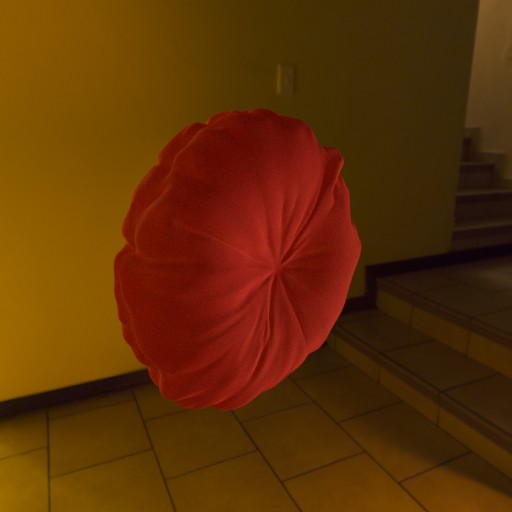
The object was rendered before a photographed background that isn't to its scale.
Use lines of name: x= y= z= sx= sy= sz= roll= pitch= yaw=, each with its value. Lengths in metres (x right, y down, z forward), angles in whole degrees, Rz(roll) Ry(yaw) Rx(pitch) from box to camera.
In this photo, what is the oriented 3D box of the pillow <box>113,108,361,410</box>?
pillow: x=0.000 y=0.000 z=0.644 sx=0.148 sy=0.407 sz=0.428 roll=15 pitch=21 yaw=43
